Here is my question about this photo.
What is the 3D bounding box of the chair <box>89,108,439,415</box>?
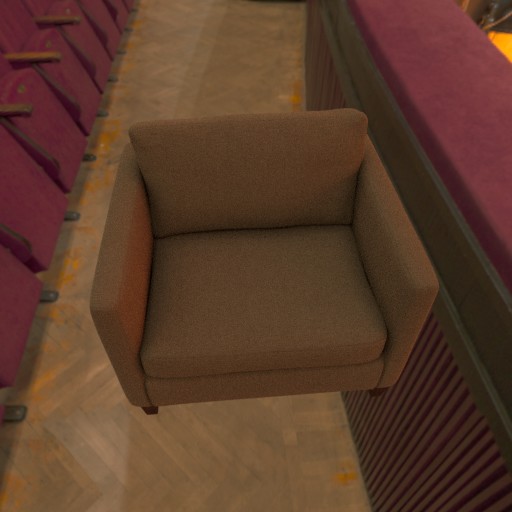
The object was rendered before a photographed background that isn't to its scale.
[{"bbox_3d":[0.000,0.000,1.831,1.107,0.963,0.959,-4,46,-3],"label":"chair"}]
